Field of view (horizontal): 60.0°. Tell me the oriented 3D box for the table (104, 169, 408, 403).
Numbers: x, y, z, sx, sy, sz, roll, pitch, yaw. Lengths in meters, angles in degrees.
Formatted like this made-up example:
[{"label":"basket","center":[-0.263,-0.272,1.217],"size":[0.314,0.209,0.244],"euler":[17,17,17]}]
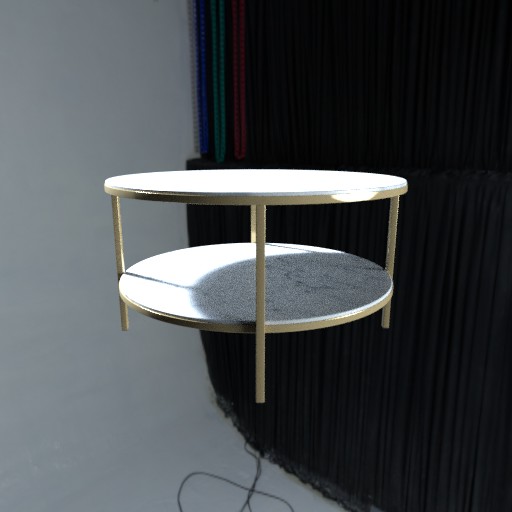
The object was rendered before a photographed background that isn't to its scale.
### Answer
[{"label":"table","center":[0.000,0.000,1.283],"size":[0.800,0.450,0.800],"euler":[0,14,0]}]
